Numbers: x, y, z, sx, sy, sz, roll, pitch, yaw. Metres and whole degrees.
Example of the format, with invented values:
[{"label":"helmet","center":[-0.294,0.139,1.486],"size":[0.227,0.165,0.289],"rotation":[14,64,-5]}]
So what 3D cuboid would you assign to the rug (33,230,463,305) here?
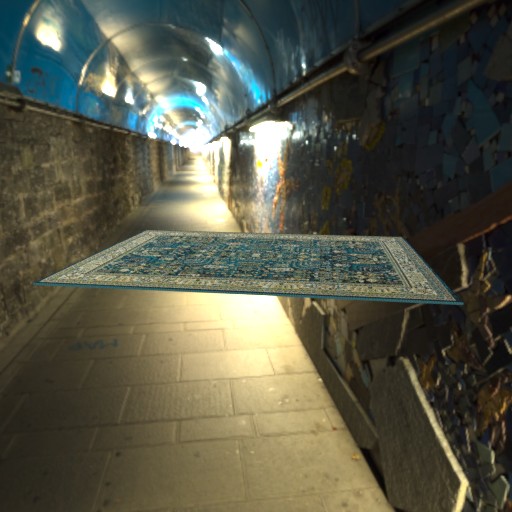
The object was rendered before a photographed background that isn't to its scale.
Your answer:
[{"label":"rug","center":[0.000,0.000,3.016],"size":[2.213,0.013,1.594],"rotation":[2,14,8]}]
